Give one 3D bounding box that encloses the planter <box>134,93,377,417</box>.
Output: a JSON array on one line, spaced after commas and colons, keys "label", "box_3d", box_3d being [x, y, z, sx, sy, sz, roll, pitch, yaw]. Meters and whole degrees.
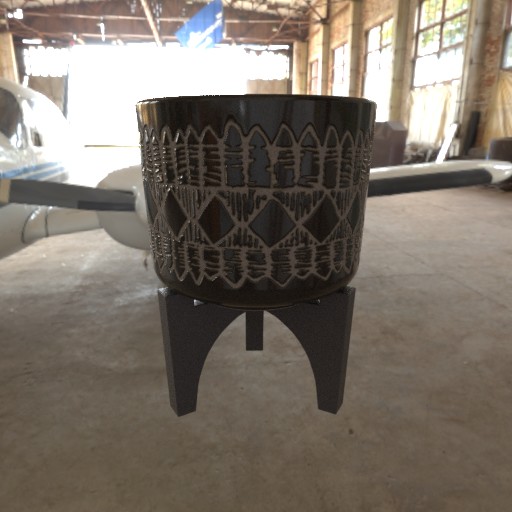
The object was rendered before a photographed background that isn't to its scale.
[{"label": "planter", "box_3d": [0.000, 0.000, 0.404, 0.196, 0.264, 0.196, 8, 18, 27]}]
